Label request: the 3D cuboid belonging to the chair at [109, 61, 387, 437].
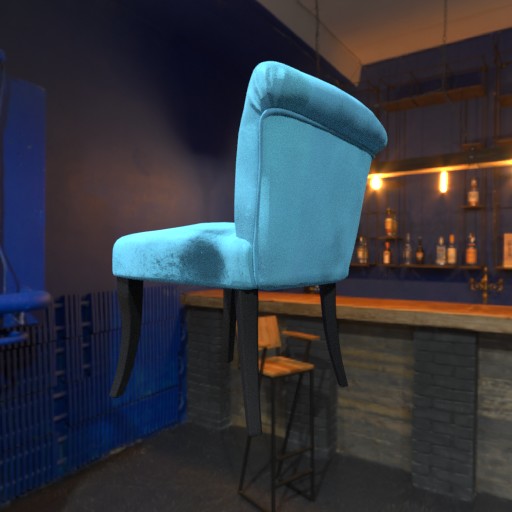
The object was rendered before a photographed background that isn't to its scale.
[{"bbox_3d":[0.000,0.000,1.192,0.605,0.750,0.582,0,0,36],"label":"chair"}]
